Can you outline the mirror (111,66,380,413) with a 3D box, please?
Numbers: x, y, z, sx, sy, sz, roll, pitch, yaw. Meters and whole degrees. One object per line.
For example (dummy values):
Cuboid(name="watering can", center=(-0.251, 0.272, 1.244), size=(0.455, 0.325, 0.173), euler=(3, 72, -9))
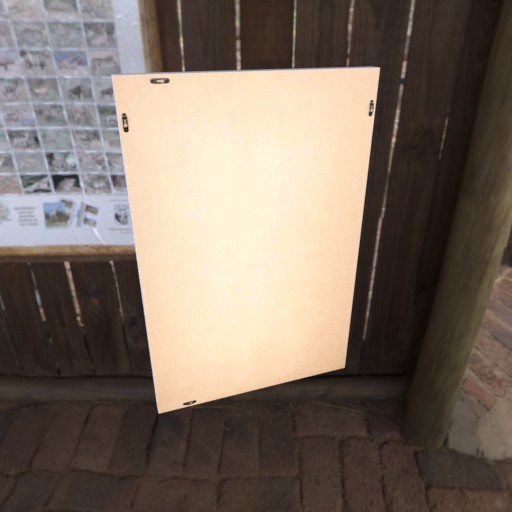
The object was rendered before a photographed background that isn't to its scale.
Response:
Cuboid(name="mirror", center=(0.000, 0.000, 1.181), size=(0.609, 0.914, 0.041), euler=(-9, 28, -17))
